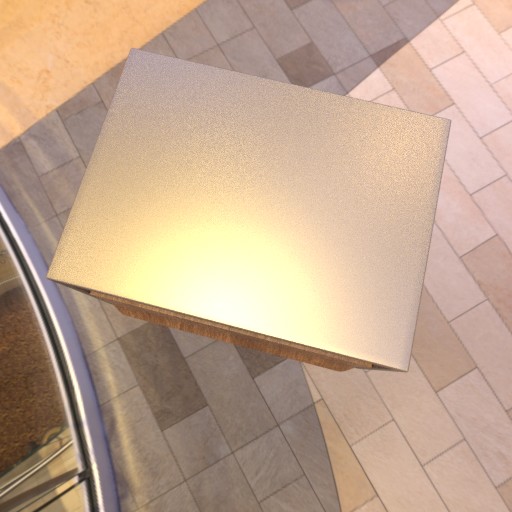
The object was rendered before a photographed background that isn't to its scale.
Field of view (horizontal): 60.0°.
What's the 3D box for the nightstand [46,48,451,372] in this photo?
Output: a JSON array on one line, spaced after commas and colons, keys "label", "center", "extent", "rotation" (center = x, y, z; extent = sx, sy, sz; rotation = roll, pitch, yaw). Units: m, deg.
[{"label": "nightstand", "center": [0.000, 0.000, 0.711], "extent": [0.370, 0.508, 0.288], "rotation": [14, 77, 3]}]
